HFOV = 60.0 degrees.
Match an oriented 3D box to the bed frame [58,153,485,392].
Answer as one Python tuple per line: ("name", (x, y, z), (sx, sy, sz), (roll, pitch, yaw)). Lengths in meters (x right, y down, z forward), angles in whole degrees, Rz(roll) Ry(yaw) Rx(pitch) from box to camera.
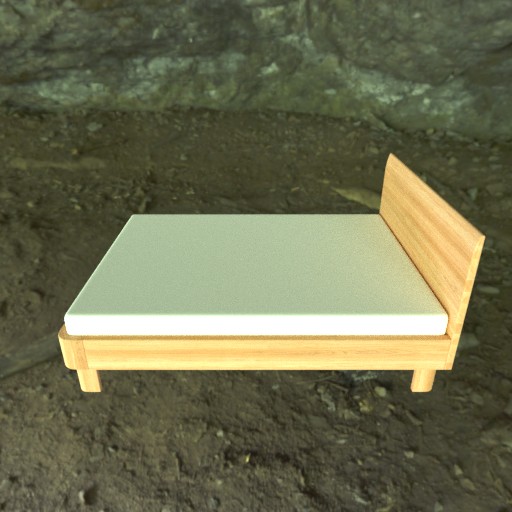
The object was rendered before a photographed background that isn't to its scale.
("bed frame", (0.000, 0.000, 2.789), (1.992, 0.940, 1.472), (0, 27, 0))
